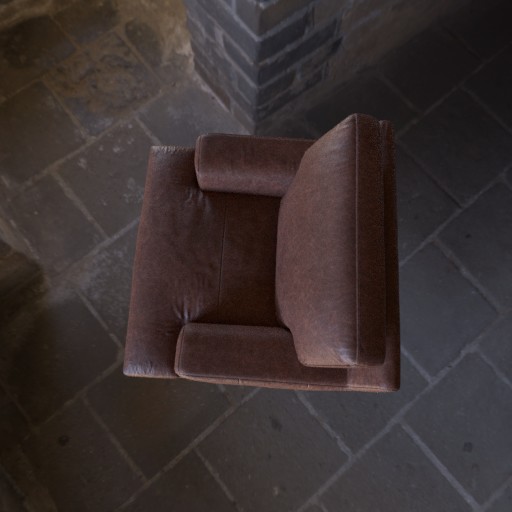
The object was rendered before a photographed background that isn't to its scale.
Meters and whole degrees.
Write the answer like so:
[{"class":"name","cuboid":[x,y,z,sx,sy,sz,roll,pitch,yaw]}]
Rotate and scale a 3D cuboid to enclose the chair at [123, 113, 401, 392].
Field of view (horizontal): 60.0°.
[{"class":"chair","cuboid":[0.000,0.000,2.038,1.143,0.939,1.168,3,76,1]}]
